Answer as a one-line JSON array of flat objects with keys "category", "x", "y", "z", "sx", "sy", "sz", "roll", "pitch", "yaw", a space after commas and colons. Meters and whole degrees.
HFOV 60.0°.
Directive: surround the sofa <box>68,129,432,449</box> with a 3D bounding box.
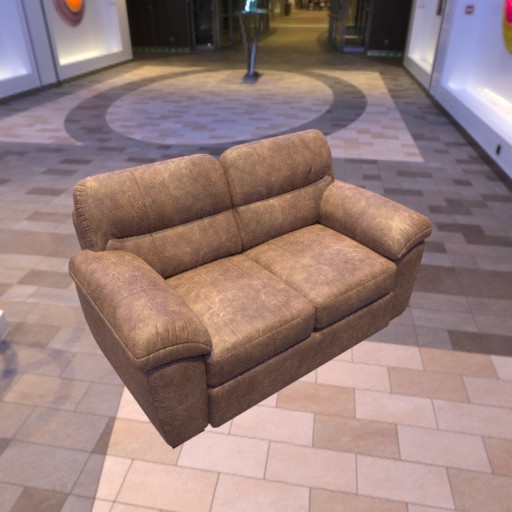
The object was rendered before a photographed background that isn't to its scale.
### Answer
[{"category": "sofa", "x": 0.000, "y": 0.000, "z": 2.373, "sx": 1.753, "sy": 0.991, "sz": 0.991, "roll": -21, "pitch": 36, "yaw": -31}]
